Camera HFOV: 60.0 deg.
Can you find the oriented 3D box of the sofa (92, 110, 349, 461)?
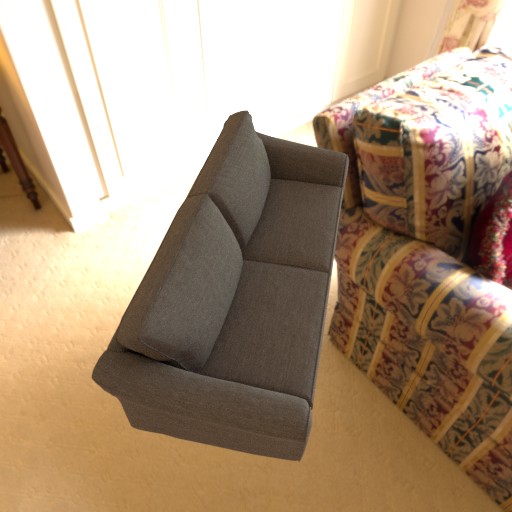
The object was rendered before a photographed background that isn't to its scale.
[{"bbox_3d":[0.000,0.000,2.768,0.971,0.950,2.270,9,47,9],"label":"sofa"}]
